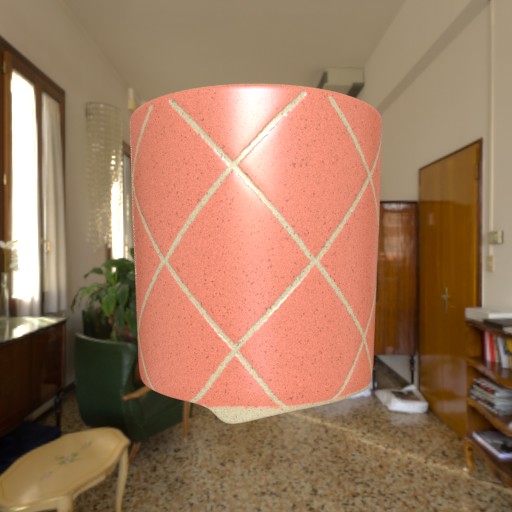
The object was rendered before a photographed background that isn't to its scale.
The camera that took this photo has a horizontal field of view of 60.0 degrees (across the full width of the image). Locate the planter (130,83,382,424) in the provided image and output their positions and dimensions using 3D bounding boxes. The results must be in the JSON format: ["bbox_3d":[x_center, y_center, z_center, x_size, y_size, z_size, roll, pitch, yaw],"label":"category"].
[{"bbox_3d":[0.000,0.000,0.349,0.191,0.200,0.191,0,1,0],"label":"planter"}]
